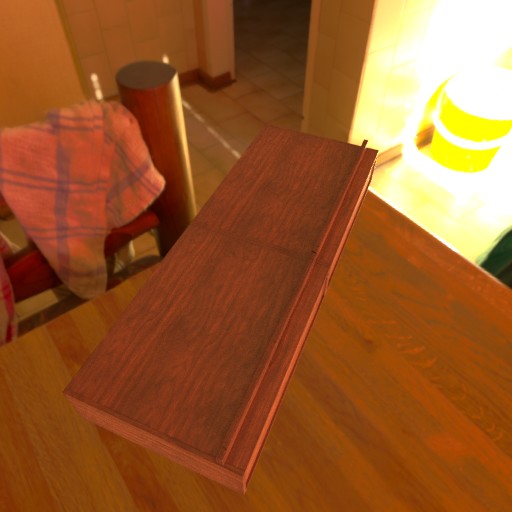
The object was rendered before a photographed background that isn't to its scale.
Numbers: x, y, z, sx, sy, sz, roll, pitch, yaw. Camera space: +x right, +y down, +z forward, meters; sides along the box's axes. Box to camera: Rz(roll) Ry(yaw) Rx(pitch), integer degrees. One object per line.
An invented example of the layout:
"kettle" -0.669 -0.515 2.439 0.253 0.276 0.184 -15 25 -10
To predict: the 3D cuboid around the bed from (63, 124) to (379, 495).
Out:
"bed" 0.000 0.000 2.321 0.787 0.326 2.057 18 51 15
